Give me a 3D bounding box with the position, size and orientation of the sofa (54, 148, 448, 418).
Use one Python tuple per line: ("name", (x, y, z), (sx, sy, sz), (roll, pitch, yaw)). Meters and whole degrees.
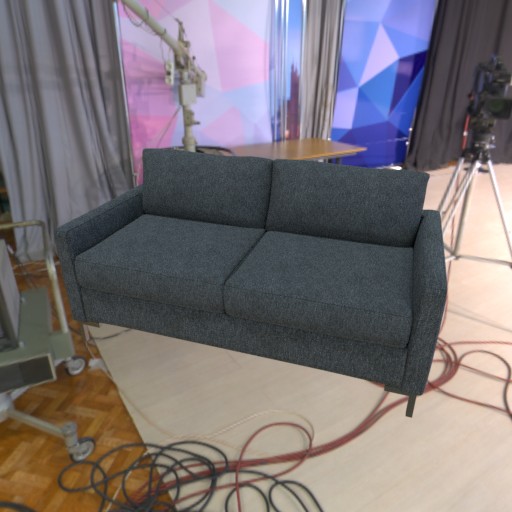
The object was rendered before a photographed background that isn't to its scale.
("sofa", (0.000, 0.000, 2.214), (1.716, 0.862, 0.866), (8, 27, 17))
